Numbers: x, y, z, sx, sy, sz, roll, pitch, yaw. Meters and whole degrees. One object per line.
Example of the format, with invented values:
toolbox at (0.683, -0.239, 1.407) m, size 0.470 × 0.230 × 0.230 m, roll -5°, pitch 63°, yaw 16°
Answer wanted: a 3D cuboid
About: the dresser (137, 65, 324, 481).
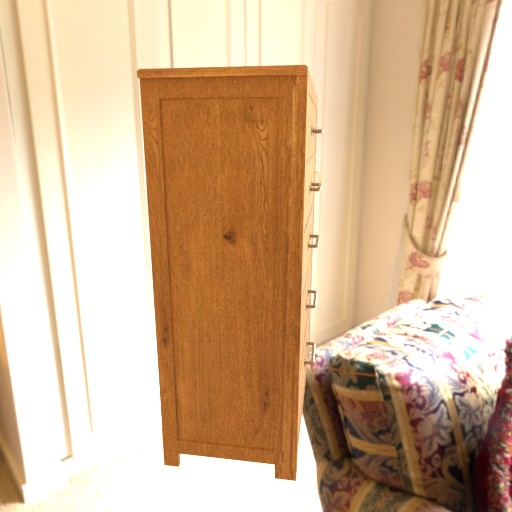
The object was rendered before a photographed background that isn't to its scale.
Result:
dresser at (0.000, 0.000, 1.994) m, size 0.558 × 1.431 × 1.081 m, roll 2°, pitch 15°, yaw 9°
